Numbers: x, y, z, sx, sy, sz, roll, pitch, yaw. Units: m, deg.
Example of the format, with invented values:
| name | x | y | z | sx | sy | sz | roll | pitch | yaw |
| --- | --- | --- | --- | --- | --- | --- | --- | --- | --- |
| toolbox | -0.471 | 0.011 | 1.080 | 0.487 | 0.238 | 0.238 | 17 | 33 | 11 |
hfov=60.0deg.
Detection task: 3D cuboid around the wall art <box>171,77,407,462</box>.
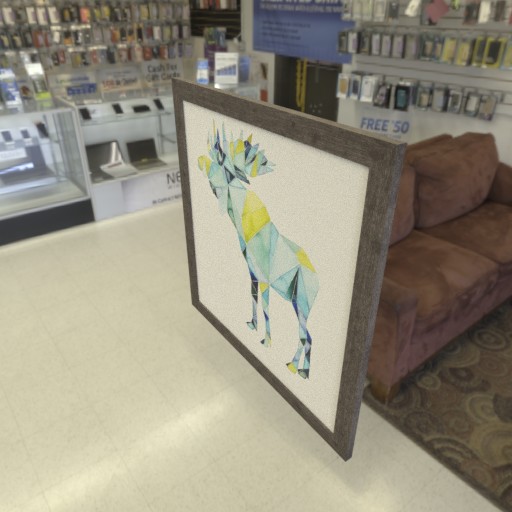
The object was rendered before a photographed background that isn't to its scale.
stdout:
| name | x | y | z | sx | sy | sz | roll | pitch | yaw |
| --- | --- | --- | --- | --- | --- | --- | --- | --- | --- |
| wall art | 0.000 | 0.000 | 0.678 | 0.013 | 0.457 | 0.457 | -20 | 36 | -30 |
